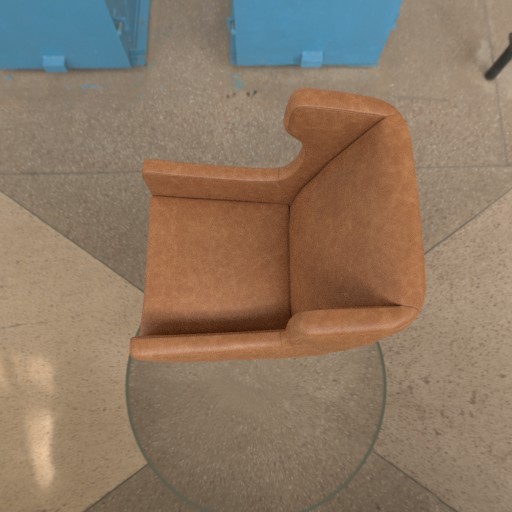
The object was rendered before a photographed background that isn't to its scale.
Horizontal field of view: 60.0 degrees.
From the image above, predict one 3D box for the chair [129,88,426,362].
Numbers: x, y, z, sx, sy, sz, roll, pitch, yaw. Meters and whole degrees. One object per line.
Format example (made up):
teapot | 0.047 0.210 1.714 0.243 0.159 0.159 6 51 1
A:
chair | 0.000 0.000 1.653 0.899 1.079 0.766 0 75 0
